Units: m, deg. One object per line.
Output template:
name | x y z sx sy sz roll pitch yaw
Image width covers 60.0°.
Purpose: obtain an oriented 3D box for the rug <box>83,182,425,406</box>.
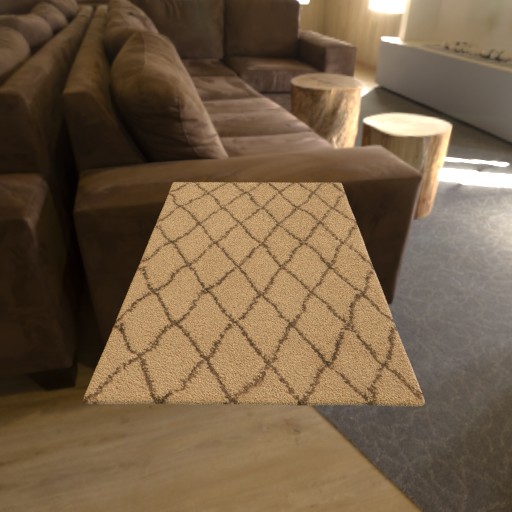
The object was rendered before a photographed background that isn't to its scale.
rug | 0.000 0.000 2.990 1.524 0.030 2.438 0 33 0
